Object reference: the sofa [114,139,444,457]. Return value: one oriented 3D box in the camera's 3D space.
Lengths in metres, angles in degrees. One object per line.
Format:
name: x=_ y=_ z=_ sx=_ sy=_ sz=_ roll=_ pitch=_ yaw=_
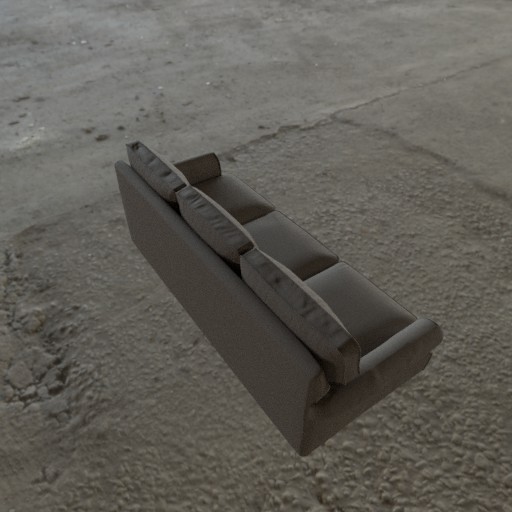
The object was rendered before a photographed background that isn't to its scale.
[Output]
sofa: x=0.000 y=0.000 z=2.882 sx=0.966 sy=0.948 sz=2.353 roll=-25 pitch=47 yaw=-26
